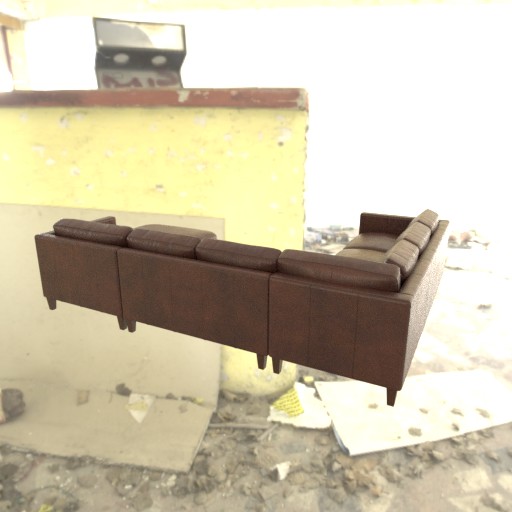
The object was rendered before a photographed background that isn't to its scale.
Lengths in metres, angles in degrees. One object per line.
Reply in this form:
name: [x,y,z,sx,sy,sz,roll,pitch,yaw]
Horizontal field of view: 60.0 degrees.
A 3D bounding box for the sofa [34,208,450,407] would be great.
sofa: [0.000,0.000,4.436,3.324,0.891,2.452,9,20,26]
